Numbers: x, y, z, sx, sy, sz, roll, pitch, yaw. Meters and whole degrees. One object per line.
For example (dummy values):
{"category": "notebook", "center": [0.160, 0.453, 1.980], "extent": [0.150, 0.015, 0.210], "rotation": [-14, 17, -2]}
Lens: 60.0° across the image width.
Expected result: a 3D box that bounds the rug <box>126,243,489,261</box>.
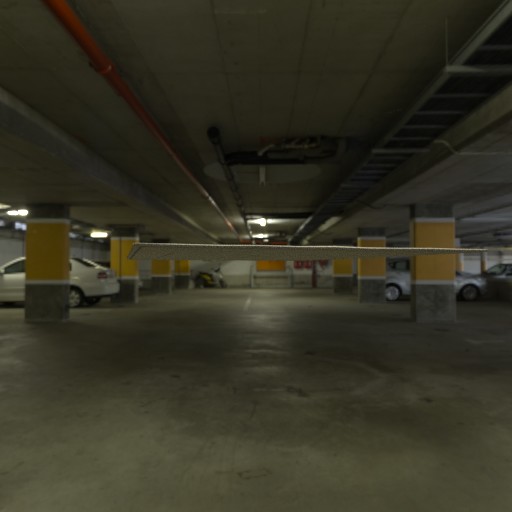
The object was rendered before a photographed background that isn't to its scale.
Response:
{"category": "rug", "center": [0.000, 0.000, 4.385], "extent": [2.436, 0.026, 3.381], "rotation": [1, -2, -17]}
